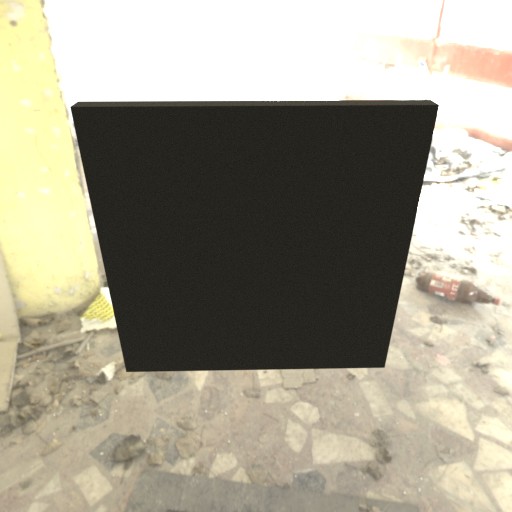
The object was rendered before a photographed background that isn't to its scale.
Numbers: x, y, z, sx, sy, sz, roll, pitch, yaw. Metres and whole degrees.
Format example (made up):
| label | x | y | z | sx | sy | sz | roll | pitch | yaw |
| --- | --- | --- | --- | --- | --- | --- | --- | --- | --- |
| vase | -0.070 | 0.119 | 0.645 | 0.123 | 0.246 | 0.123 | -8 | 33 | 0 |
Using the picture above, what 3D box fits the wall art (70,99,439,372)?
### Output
| label | x | y | z | sx | sy | sz | roll | pitch | yaw |
| --- | --- | --- | --- | --- | --- | --- | --- | --- | --- |
| wall art | 0.000 | 0.000 | 0.686 | 0.462 | 0.458 | 0.030 | -1 | 31 | -1 |
